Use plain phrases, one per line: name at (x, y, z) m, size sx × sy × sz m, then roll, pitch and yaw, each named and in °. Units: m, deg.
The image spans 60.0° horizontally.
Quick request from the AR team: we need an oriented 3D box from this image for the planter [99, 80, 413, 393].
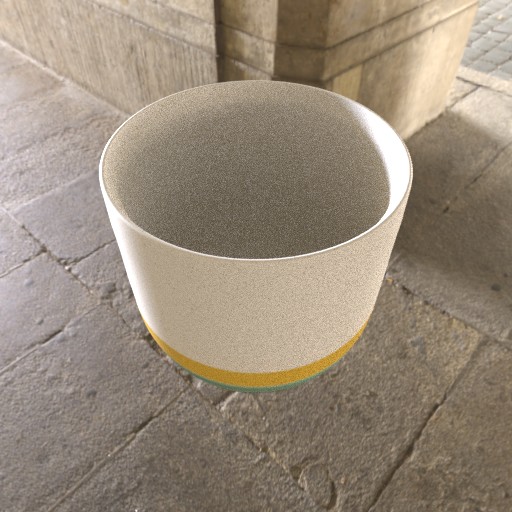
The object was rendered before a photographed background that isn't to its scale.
planter at (0.000, 0.000, 0.484) m, size 0.268 × 0.270 × 0.268 m, roll 0°, pitch 47°, yaw 0°
